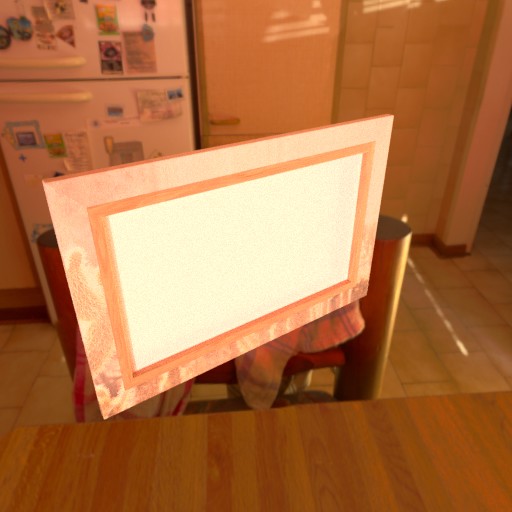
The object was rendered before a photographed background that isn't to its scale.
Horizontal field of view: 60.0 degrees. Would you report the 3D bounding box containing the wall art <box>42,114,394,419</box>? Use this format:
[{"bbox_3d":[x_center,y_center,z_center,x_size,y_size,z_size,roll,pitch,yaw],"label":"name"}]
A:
[{"bbox_3d":[0.000,0.000,1.934,1.525,1.012,0.038,-19,35,-30],"label":"wall art"}]
